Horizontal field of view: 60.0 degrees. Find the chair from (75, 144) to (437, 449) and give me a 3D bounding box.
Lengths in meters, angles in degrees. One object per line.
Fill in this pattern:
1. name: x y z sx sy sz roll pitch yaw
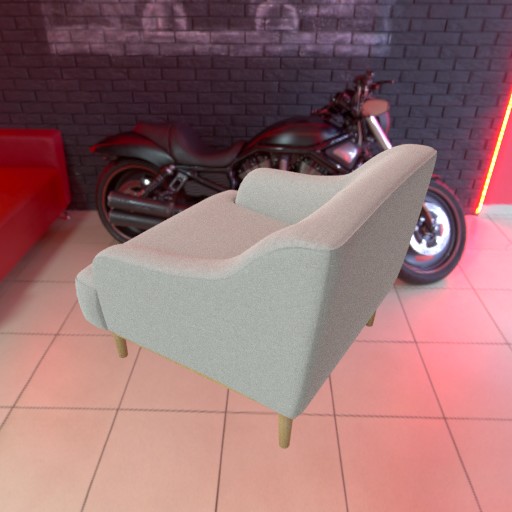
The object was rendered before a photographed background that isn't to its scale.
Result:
1. chair: 0.000 0.000 1.632 0.951 0.818 0.946 20 37 29
